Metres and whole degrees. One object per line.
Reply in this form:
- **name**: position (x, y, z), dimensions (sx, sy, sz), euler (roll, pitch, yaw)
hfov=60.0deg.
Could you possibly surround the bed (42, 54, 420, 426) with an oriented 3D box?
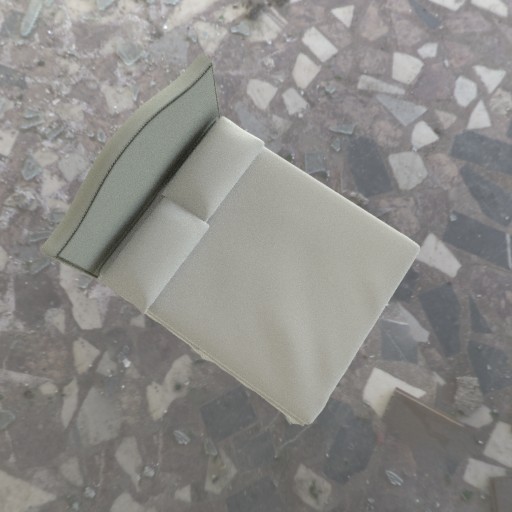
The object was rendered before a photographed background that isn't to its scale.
- **bed**: position (0.000, 0.000, 3.410), dimensions (2.180, 1.607, 1.813), euler (34, 79, 7)
